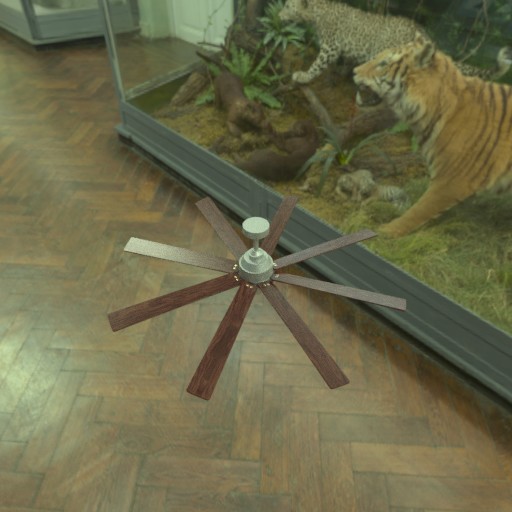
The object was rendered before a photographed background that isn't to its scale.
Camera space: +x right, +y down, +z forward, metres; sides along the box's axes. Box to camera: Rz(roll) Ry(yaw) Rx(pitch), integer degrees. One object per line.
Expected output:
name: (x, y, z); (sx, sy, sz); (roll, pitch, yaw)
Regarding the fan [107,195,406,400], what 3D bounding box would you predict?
fan: (0.000, 0.000, 2.696); (1.830, 0.472, 1.830); (12, 42, 14)
